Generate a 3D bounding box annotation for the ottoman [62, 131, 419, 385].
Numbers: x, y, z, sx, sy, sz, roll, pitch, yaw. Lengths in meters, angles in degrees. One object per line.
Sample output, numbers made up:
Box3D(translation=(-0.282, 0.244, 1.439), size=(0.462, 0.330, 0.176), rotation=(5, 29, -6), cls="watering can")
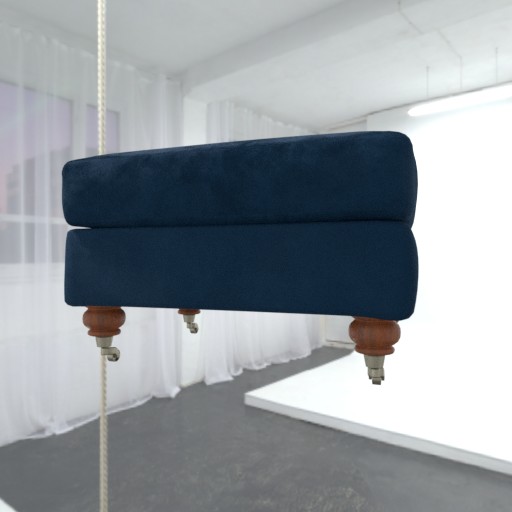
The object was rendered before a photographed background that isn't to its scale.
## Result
Box3D(translation=(0.000, 0.000, 1.131), size=(0.773, 0.503, 0.572), rotation=(0, 0, 19), cls="ottoman")
